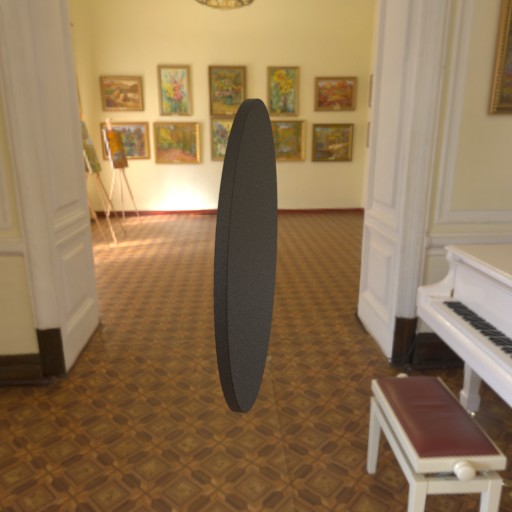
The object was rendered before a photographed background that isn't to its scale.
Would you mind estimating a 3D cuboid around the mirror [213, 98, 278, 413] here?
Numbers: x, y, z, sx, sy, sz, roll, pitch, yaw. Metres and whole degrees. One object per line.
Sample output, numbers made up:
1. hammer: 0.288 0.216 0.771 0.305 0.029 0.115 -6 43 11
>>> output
1. mirror: 0.000 0.000 1.609 0.036 1.077 1.077 2 15 9
